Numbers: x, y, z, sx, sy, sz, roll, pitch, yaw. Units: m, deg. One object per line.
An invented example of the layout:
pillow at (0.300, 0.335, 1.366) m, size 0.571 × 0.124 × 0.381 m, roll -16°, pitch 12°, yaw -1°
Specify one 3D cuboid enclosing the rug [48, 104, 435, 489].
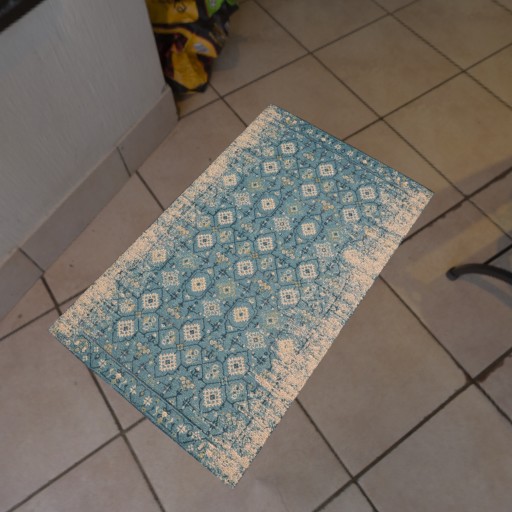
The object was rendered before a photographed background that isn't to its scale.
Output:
rug at (0.000, 0.000, 2.235) m, size 1.102 × 0.008 × 1.795 m, roll 34°, pitch 68°, yaw 16°
